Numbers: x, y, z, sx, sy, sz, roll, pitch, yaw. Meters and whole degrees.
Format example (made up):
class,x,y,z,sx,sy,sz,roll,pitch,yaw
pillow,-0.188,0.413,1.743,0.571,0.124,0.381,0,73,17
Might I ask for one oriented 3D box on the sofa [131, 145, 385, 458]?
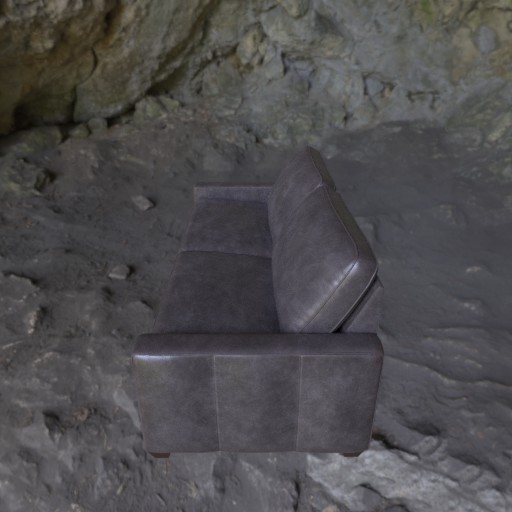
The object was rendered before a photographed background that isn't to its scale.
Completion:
class,x,y,z,sx,sy,sz,roll,pitch,yaw
sofa,0.000,0.000,2.565,0.939,0.916,2.081,0,27,0
